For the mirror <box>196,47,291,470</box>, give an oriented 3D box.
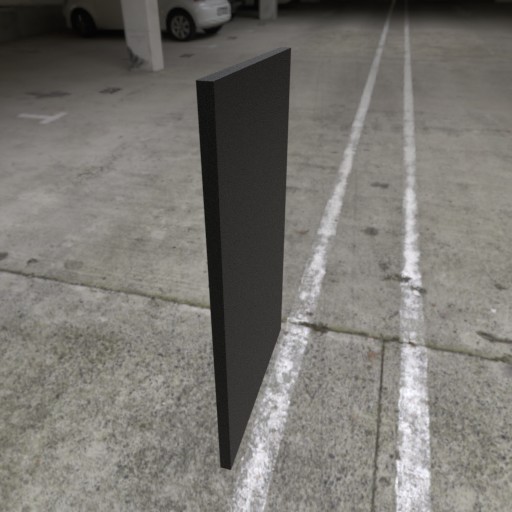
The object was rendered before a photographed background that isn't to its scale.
[{"bbox_3d":[0.000,0.000,1.497,0.038,1.219,0.762,8,31,13],"label":"mirror"}]
